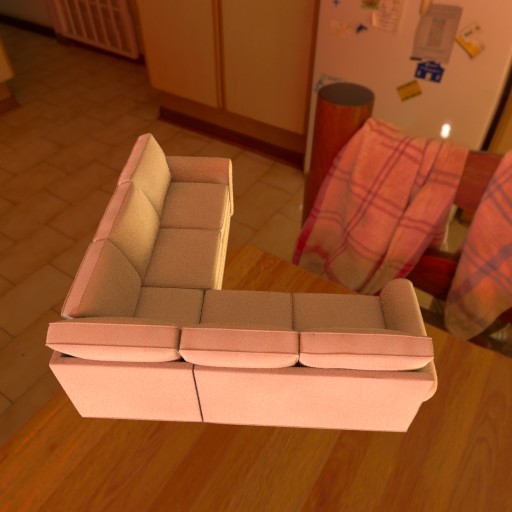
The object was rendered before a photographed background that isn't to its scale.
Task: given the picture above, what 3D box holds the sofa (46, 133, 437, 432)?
[{"bbox_3d":[0.000,0.000,3.814,2.487,1.053,2.562,2,46,2],"label":"sofa"}]
